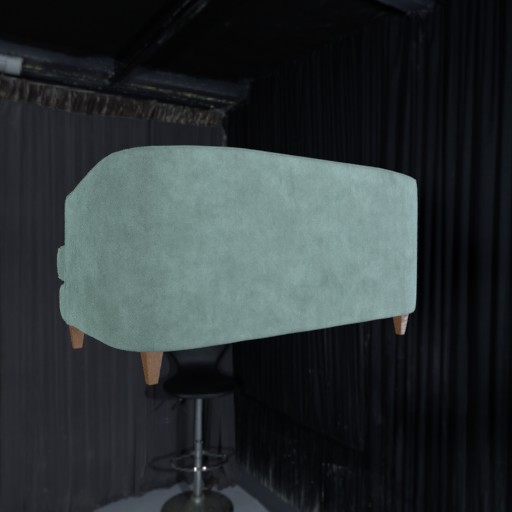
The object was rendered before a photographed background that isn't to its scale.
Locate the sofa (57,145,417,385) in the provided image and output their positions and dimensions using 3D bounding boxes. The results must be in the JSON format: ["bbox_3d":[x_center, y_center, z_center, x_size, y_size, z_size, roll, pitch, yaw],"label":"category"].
[{"bbox_3d":[0.000,0.000,2.259,1.733,0.855,0.941,-2,3,-36],"label":"sofa"}]
